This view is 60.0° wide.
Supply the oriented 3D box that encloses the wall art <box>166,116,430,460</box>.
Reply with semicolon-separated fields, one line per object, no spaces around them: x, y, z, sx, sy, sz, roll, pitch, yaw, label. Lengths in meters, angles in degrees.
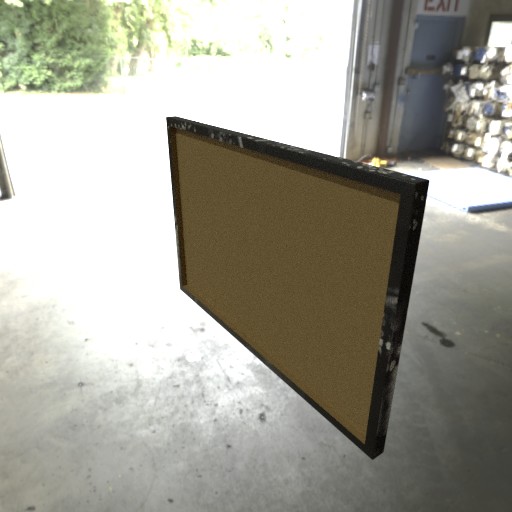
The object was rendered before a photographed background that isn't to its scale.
0.000;0.000;1.167;0.038;0.609;0.914;-17;30;-32;wall art
